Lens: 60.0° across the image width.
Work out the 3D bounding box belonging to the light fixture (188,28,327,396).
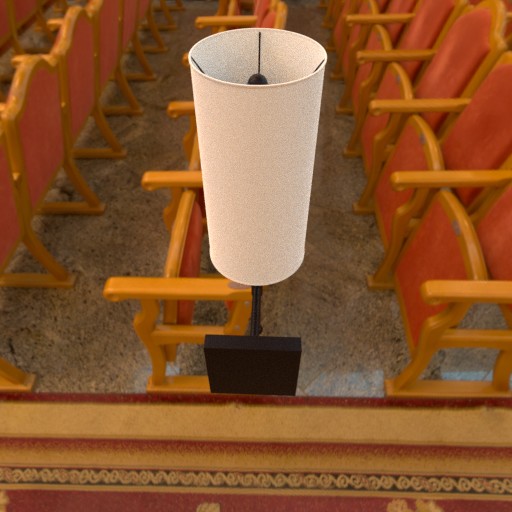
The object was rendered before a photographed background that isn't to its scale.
[{"bbox_3d":[0.000,0.000,0.552,0.128,0.462,0.208,2,47,2],"label":"light fixture"}]
